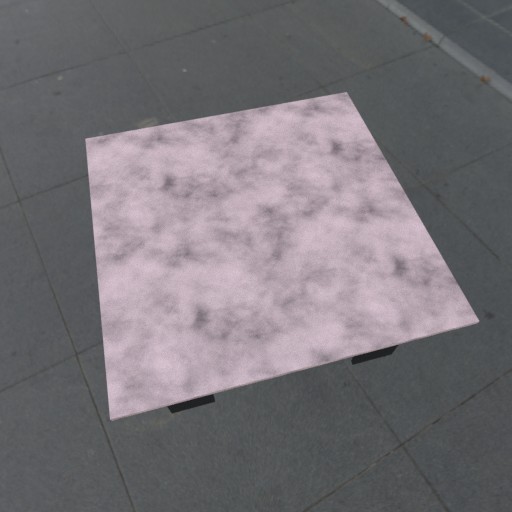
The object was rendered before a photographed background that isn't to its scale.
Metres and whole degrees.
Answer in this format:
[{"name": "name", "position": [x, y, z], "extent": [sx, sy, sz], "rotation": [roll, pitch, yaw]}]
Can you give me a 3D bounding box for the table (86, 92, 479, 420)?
[{"name": "table", "position": [0.000, 0.000, 1.068], "extent": [0.670, 0.305, 0.670], "rotation": [-13, 59, -8]}]
